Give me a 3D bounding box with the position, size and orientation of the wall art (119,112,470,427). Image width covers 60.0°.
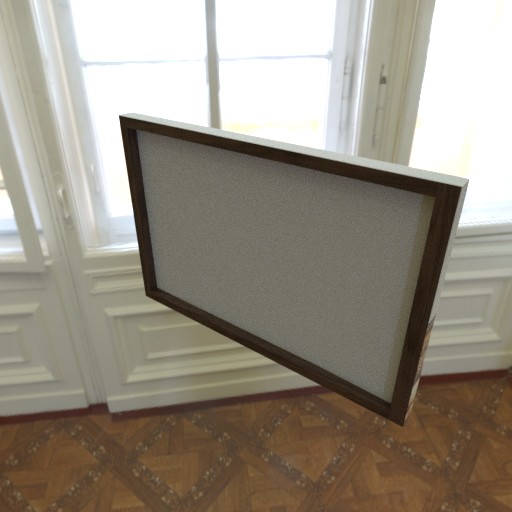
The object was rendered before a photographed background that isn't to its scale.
[{"bbox_3d":[0.000,0.000,1.160,0.914,0.610,0.050,20,36,31],"label":"wall art"}]
